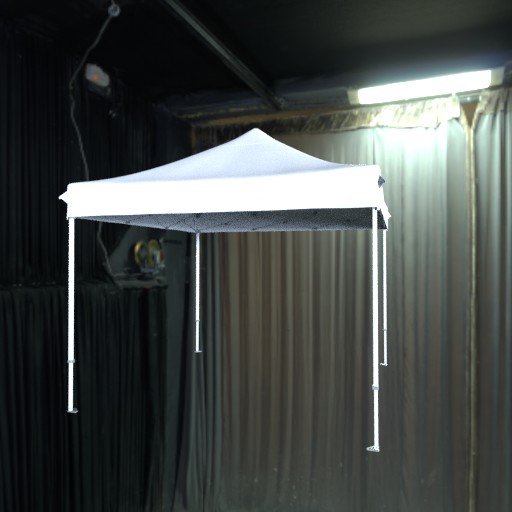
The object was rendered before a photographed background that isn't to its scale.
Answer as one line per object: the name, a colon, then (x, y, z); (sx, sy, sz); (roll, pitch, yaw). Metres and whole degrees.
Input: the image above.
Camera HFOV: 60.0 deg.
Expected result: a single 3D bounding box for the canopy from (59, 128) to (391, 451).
canopy: (0.000, 0.000, 5.204); (2.996, 2.998, 2.994); (0, 0, 18)
